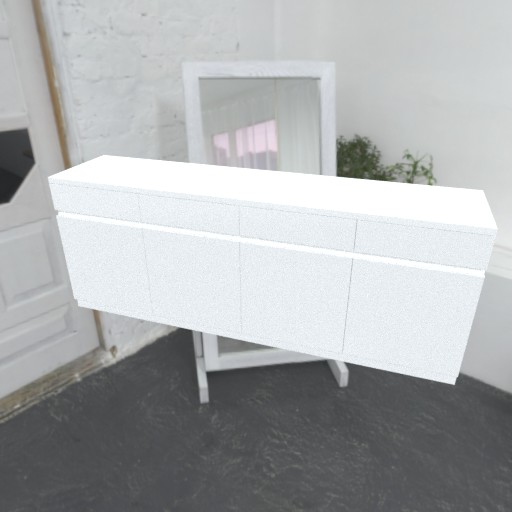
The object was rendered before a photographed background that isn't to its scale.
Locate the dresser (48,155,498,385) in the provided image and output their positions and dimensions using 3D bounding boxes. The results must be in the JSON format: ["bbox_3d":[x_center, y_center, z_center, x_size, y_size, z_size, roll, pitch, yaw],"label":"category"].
[{"bbox_3d":[0.000,0.000,2.481,2.200,0.840,0.500,9,28,16],"label":"dresser"}]
